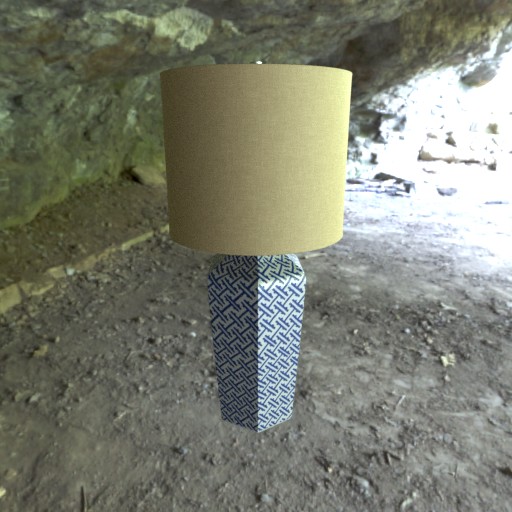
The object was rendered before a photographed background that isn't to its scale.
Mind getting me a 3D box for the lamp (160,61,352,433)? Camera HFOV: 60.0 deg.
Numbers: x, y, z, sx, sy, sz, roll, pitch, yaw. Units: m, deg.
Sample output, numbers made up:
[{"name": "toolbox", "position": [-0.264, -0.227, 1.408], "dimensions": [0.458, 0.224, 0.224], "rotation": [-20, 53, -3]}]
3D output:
[{"name": "lamp", "position": [0.000, 0.000, 0.846], "dimensions": [0.320, 0.682, 0.320], "rotation": [-9, 19, -27]}]
